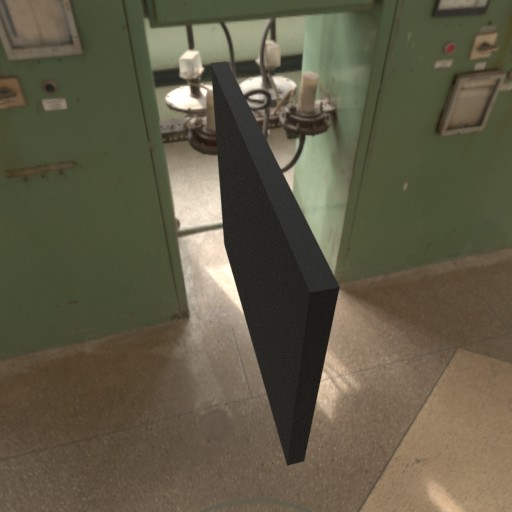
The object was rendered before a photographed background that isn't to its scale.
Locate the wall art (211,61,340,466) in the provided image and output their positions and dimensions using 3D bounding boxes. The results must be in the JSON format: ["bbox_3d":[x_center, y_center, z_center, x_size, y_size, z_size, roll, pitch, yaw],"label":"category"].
[{"bbox_3d":[0.000,0.000,0.781,0.031,0.457,0.558,-10,46,-10],"label":"wall art"}]
